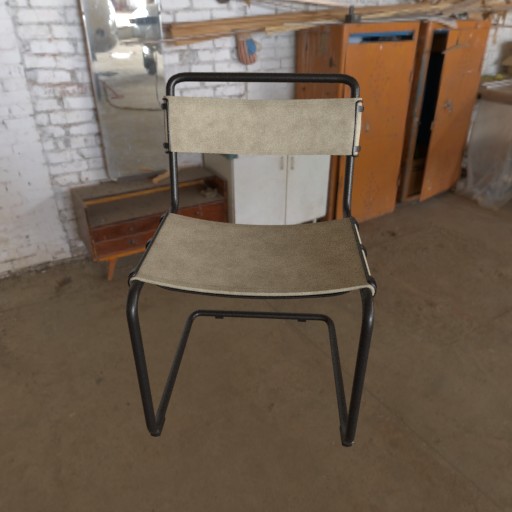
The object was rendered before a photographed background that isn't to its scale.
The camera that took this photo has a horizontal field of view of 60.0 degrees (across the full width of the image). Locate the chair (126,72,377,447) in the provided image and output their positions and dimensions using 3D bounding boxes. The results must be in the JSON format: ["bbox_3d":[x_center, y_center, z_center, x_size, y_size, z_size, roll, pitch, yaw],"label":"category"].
[{"bbox_3d":[0.000,0.000,1.047,0.499,0.747,0.497,2,30,3],"label":"chair"}]
